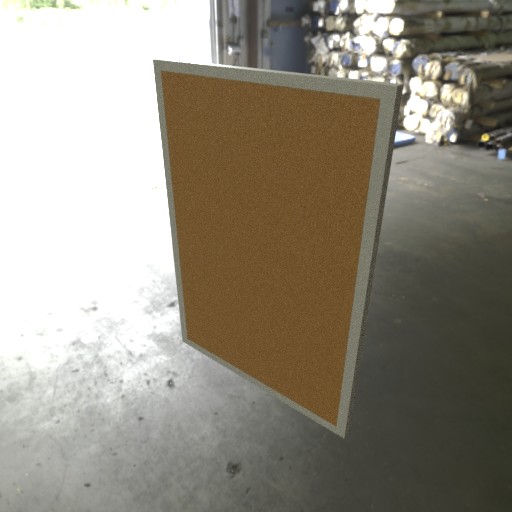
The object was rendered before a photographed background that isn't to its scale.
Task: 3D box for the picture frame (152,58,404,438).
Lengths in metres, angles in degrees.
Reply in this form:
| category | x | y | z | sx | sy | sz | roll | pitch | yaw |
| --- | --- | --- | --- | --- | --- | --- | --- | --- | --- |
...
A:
| category | x | y | z | sx | sy | sz | roll | pitch | yaw |
| --- | --- | --- | --- | --- | --- | --- | --- | --- | --- |
| picture frame | 0.000 | 0.000 | 0.555 | 0.305 | 0.434 | 0.013 | 22 | 36 | 33 |
